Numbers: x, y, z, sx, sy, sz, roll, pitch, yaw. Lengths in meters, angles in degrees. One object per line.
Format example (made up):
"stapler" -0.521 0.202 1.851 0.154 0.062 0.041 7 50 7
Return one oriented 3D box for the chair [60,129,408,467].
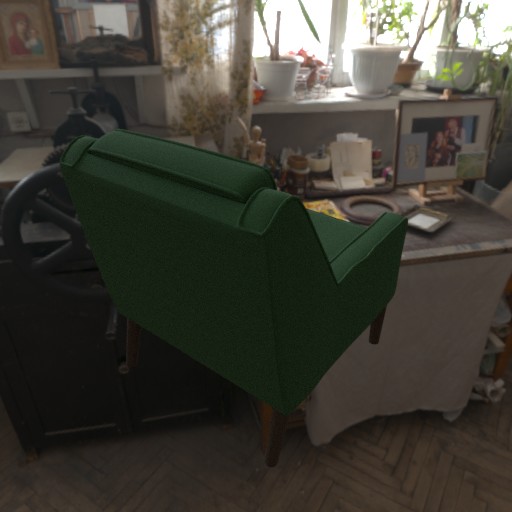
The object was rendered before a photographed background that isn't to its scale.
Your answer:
"chair" 0.000 0.000 1.321 0.663 0.792 0.743 22 37 33
